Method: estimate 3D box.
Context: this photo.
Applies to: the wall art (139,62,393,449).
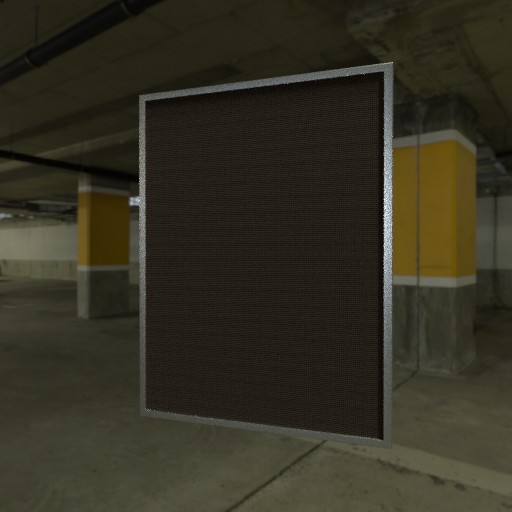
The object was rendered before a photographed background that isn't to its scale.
[{"bbox_3d":[0.000,0.000,1.358,0.801,1.062,0.037,0,0,18],"label":"wall art"}]
